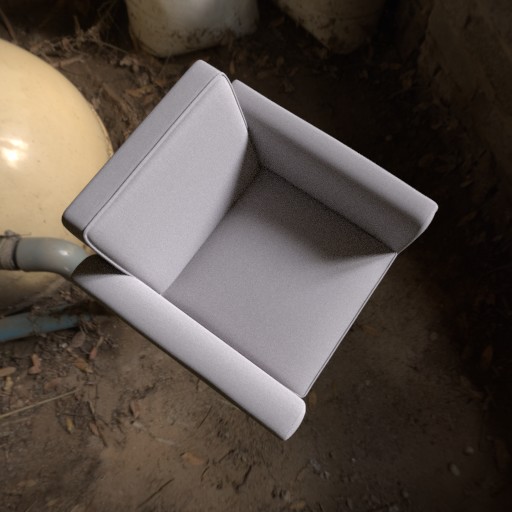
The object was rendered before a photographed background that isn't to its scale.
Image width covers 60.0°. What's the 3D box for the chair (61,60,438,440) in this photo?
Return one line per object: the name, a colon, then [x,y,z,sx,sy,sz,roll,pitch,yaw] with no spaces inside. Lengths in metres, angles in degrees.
chair: [0.000,0.000,1.407,0.750,0.780,0.780,35,78,9]
